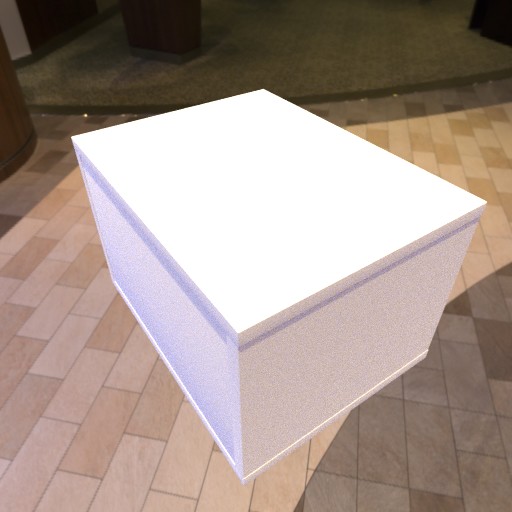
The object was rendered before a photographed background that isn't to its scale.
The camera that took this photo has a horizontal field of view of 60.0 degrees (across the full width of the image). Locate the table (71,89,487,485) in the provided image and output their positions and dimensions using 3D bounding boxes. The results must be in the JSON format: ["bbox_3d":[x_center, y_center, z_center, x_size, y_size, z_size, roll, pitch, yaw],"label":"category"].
[{"bbox_3d":[0.000,0.000,0.785,0.399,0.357,0.517,-24,46,-26],"label":"table"}]
